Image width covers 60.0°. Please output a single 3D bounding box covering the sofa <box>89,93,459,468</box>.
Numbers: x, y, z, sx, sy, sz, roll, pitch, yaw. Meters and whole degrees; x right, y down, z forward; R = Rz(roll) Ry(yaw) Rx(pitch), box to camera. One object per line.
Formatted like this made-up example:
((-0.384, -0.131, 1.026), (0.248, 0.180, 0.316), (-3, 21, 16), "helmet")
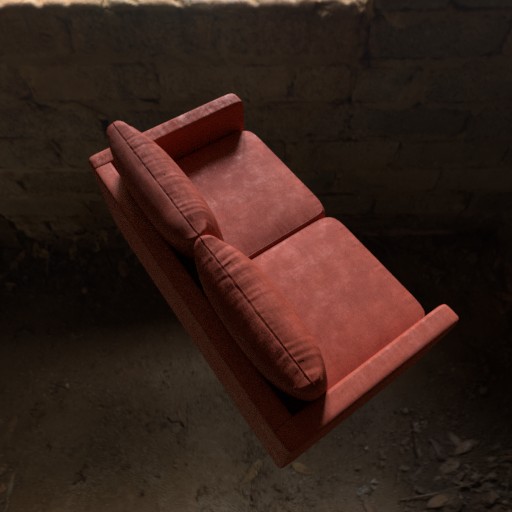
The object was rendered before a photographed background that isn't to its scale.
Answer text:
((0.000, 0.000, 2.073), (0.864, 0.896, 1.574), (-31, 64, -17), "sofa")
